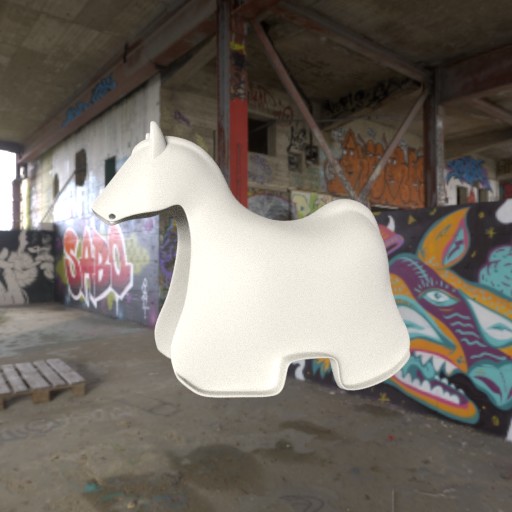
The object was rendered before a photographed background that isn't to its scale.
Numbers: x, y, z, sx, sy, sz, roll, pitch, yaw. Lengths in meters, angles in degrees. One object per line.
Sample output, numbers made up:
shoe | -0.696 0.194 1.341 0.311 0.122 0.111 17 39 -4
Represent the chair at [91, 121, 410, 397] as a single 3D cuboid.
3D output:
chair | 0.000 0.000 1.145 0.800 0.612 0.429 0 -1 -20
